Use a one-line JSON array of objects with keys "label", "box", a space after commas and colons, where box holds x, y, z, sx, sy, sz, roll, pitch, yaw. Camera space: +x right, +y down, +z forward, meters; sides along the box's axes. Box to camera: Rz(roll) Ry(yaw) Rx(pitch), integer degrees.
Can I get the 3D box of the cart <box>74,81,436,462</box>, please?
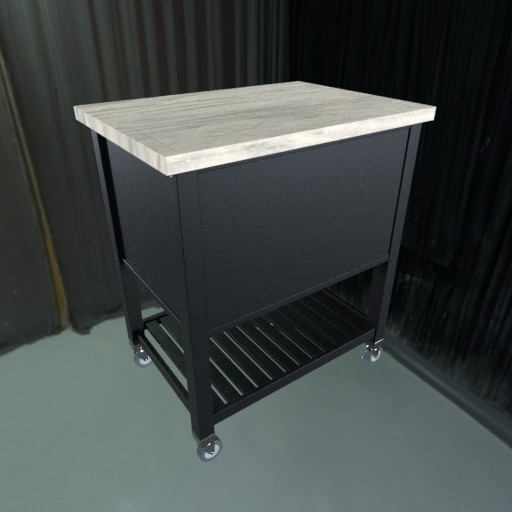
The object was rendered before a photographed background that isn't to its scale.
[{"label": "cart", "box": [0.000, 0.000, 1.412, 0.797, 0.920, 0.567, -19, 35, -30]}]
